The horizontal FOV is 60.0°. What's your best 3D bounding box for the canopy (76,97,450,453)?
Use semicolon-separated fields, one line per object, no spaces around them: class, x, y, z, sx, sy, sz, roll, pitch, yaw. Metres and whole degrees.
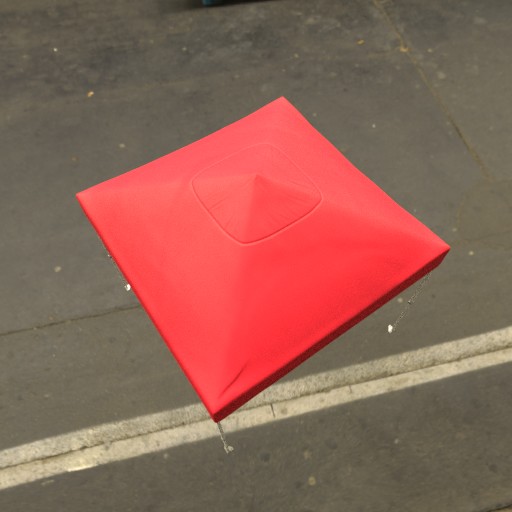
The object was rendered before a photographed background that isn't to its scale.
canopy;0.000;0.000;5.518;2.998;2.997;2.996;-31;63;-18
